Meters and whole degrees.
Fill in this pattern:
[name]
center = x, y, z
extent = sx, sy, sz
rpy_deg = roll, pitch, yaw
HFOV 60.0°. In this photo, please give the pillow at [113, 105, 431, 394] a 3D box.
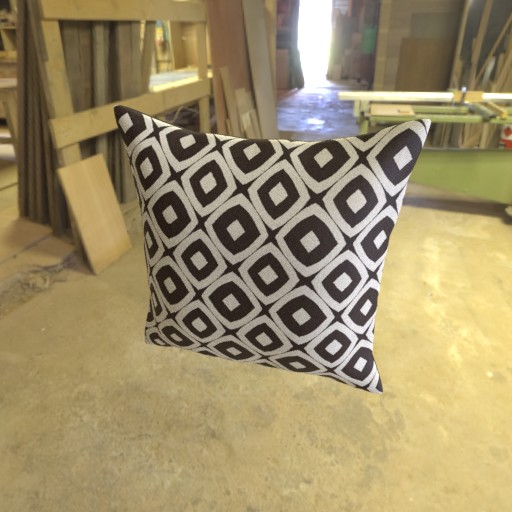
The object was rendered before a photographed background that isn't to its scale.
[pillow]
center = 0.000, 0.000, 0.784
extent = 0.504, 0.494, 0.188
rpy_deg = 8, 27, 16
